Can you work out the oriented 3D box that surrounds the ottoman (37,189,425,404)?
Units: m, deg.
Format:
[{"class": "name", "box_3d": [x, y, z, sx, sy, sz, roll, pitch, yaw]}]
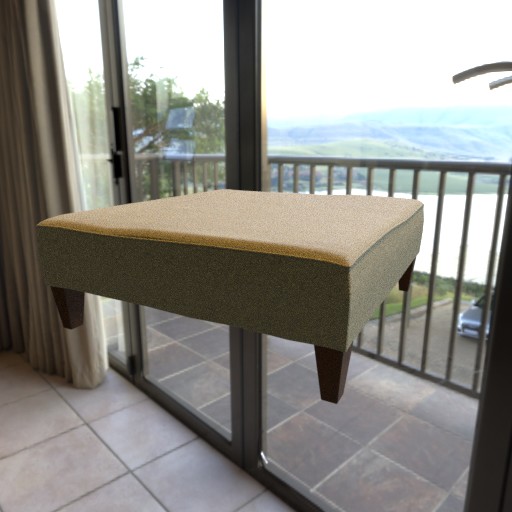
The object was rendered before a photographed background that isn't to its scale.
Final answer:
[{"class": "ottoman", "box_3d": [0.000, 0.000, 1.557, 0.968, 0.379, 1.004, 8, 16, 27]}]
